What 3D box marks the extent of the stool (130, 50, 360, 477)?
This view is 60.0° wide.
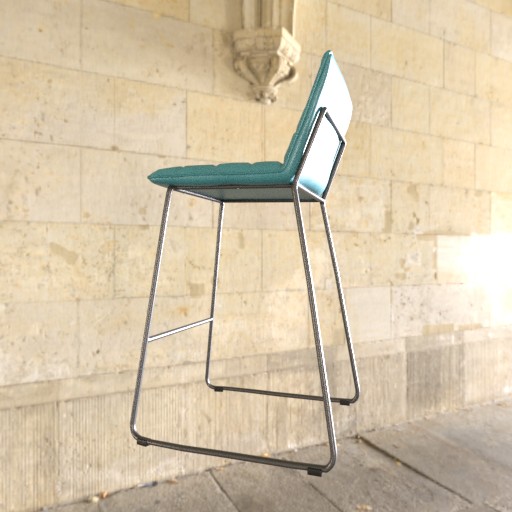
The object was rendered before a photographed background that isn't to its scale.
[{"bbox_3d":[0.000,0.000,1.244,0.524,0.936,0.489,0,0,19],"label":"stool"}]
